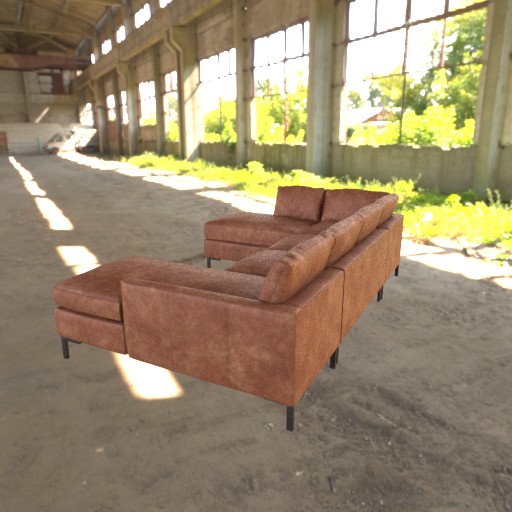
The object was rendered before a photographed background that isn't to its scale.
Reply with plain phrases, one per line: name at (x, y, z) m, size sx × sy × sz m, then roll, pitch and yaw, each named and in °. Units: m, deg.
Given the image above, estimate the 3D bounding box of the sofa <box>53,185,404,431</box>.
sofa at (0.000, 0.000, 3.760) m, size 1.939 × 0.900 × 2.956 m, roll 8°, pitch 17°, yaw 26°
